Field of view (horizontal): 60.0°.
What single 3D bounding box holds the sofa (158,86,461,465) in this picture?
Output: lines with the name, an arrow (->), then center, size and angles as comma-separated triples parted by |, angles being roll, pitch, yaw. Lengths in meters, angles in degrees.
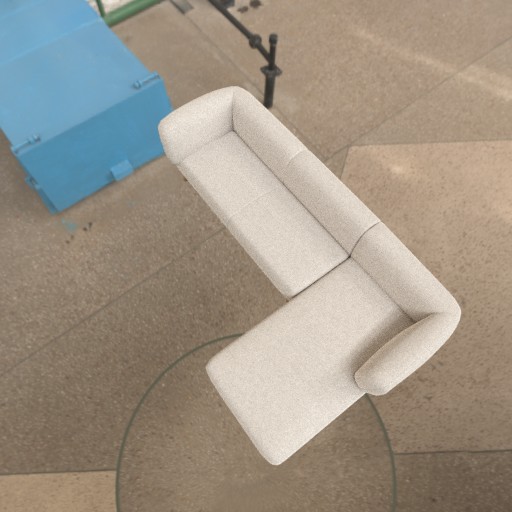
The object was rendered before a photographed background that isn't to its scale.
sofa -> 0.000, 0.000, 3.397 | 1.610, 0.730, 2.660 | -34, 69, -15
